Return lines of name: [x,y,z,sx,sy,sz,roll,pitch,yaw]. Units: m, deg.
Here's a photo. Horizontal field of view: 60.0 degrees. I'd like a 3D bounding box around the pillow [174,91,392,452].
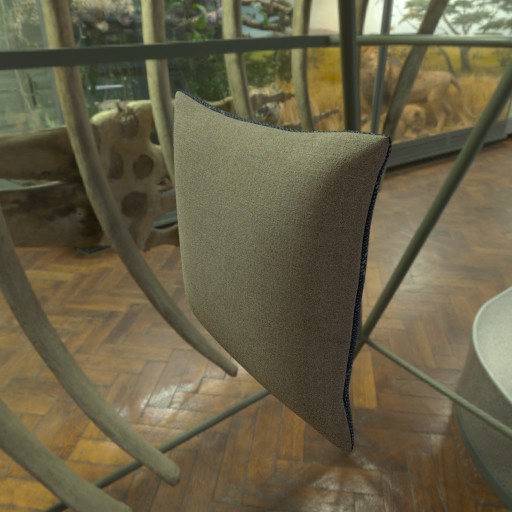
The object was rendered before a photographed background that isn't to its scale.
pillow: [0.000,0.000,0.662,0.148,0.428,0.435,-18,32,-31]
